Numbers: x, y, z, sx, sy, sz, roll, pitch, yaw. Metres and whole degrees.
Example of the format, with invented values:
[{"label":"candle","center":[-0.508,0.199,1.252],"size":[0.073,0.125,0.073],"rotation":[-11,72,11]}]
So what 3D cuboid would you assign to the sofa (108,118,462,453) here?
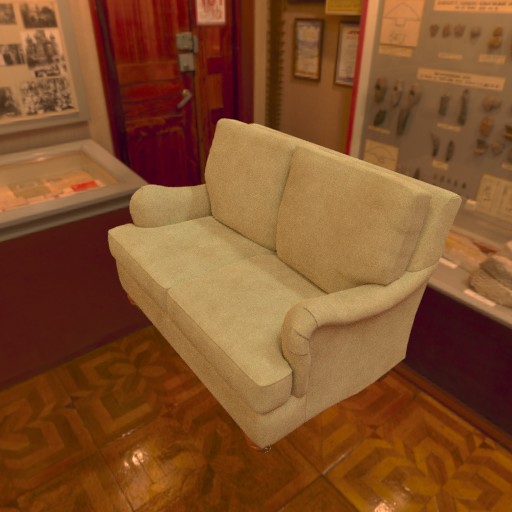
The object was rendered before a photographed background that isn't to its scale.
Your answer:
[{"label":"sofa","center":[0.000,0.000,2.278],"size":[1.086,1.087,1.498],"rotation":[-21,37,-31]}]
